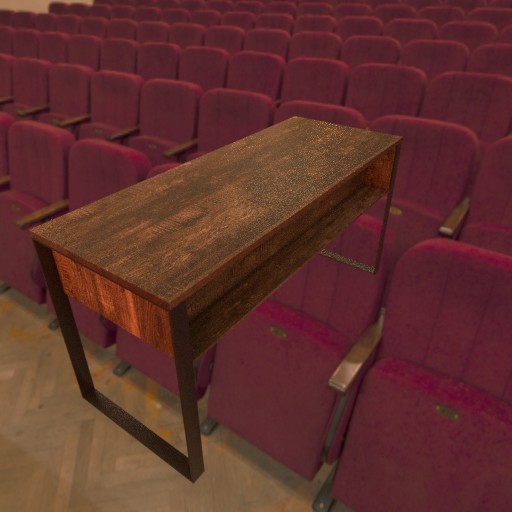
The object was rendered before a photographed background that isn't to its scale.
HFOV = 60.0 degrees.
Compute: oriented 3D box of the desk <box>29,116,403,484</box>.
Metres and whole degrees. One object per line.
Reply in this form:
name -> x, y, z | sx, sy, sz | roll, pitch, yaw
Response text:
desk -> 0.000, 0.000, 1.918 | 0.599, 0.762, 1.524 | 22, 39, 30
